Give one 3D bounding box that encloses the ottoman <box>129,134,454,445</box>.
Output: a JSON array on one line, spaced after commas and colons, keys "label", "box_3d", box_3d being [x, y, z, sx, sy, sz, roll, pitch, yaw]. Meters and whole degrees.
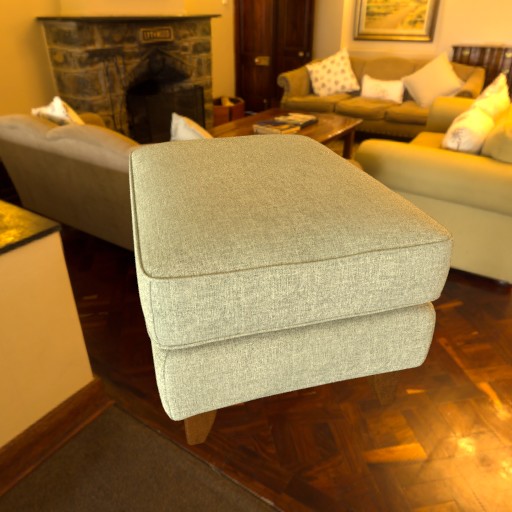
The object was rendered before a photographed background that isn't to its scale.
[{"label": "ottoman", "box_3d": [0.000, 0.000, 1.296, 0.661, 0.561, 0.889, -8, 30, -13]}]
